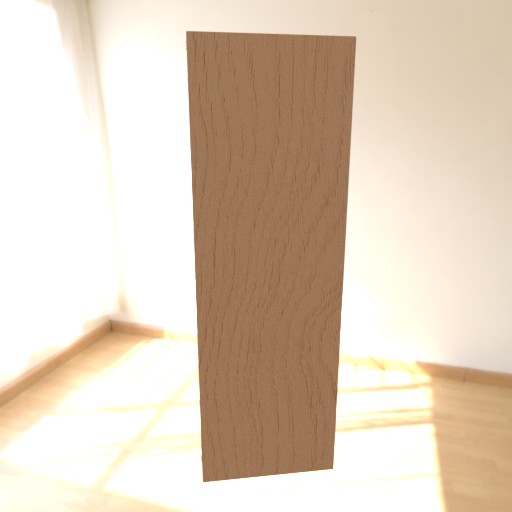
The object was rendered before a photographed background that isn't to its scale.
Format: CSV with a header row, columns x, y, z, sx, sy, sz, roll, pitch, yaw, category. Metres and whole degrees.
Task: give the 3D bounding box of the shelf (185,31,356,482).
x,y,z,sx,sy,sz,roll,pitch,yaw,category
0.000,0.000,0.721,0.200,0.600,0.290,-2,15,-8,shelf
